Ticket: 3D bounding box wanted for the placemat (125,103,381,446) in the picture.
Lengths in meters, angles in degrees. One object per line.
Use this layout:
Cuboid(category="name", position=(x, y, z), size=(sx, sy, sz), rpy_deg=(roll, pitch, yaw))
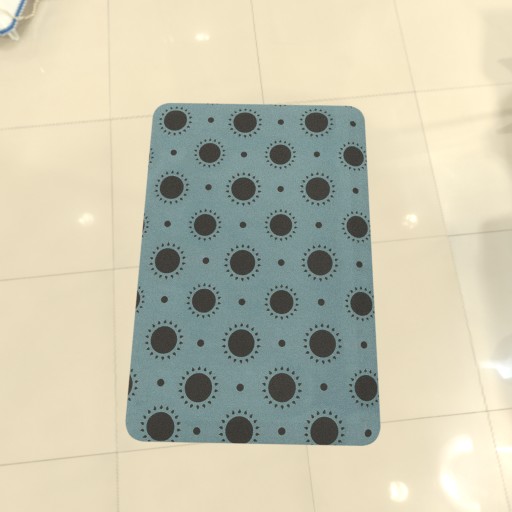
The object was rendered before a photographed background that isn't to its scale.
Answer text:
Cuboid(category="placemat", position=(0.000, 0.000, 0.965), size=(0.508, 0.021, 0.762), rpy_deg=(1, 75, 0))
